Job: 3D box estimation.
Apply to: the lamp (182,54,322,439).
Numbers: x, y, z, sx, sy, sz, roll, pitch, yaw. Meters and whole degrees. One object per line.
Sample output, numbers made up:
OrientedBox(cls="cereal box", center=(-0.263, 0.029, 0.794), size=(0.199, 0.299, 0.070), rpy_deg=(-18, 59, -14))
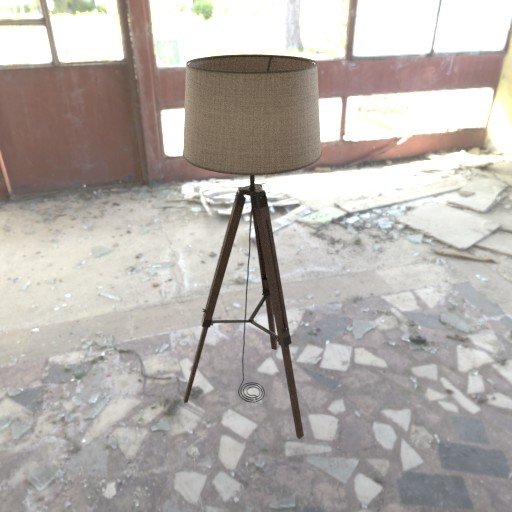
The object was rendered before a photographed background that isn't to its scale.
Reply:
OrientedBox(cls="lamp", center=(0.000, 0.000, 1.855), size=(0.604, 1.510, 0.587), rpy_deg=(10, 32, 17))
